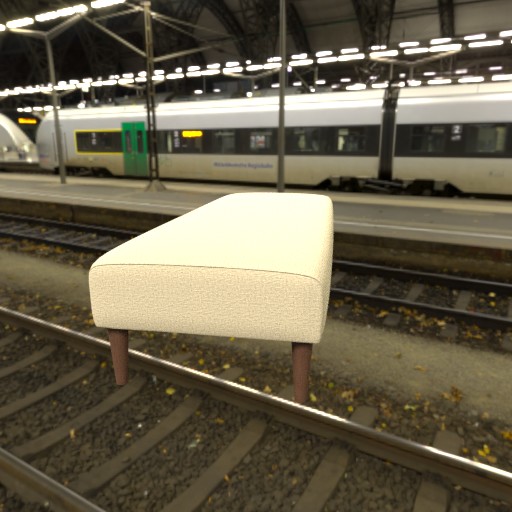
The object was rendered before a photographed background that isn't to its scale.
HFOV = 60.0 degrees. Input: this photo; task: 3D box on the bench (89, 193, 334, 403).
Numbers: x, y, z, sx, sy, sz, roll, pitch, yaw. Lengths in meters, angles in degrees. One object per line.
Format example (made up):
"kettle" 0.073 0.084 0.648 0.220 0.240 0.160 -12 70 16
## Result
"bench" 0.000 0.000 1.899 0.646 0.393 1.609 2 14 10
